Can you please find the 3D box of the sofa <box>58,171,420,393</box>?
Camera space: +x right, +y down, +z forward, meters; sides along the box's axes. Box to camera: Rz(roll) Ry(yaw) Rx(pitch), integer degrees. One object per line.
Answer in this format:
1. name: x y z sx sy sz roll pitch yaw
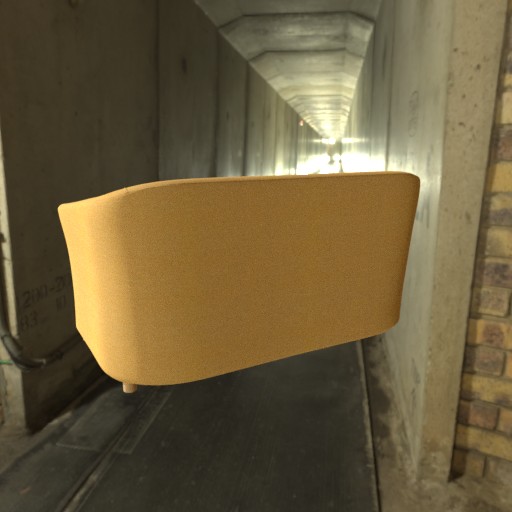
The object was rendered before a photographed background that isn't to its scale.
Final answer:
1. sofa: 0.000 0.000 1.872 1.452 0.721 0.705 -7 16 -26
